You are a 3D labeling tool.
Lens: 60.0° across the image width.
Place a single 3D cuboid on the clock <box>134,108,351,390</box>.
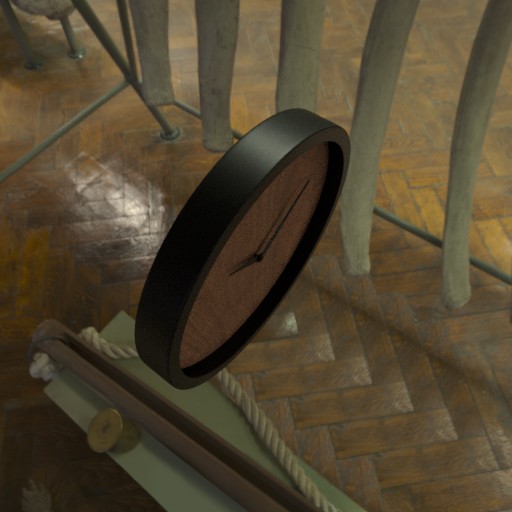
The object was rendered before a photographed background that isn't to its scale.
[{"bbox_3d":[0.000,0.000,0.478,0.040,0.314,0.314,33,65,18],"label":"clock"}]
